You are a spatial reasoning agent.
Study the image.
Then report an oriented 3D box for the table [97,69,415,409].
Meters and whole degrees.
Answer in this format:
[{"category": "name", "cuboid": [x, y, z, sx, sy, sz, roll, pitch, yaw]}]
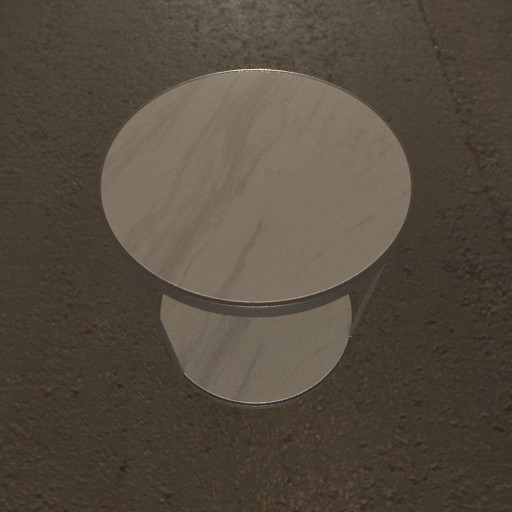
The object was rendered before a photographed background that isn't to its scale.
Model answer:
[{"category": "table", "cuboid": [0.000, 0.000, 0.831, 0.445, 0.479, 0.445, 0, 57, 0]}]
